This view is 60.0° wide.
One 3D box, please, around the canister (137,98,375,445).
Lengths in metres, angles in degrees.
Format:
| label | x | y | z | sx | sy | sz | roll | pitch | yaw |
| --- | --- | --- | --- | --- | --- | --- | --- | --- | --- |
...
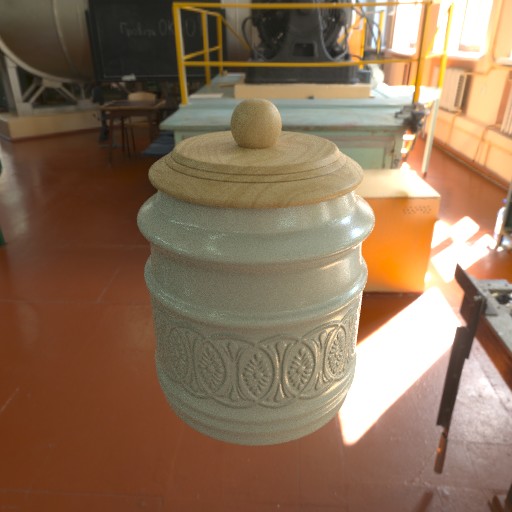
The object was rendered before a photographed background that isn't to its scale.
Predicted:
| label | x | y | z | sx | sy | sz | roll | pitch | yaw |
| --- | --- | --- | --- | --- | --- | --- | --- | --- | --- |
| canister | 0.000 | 0.000 | 0.261 | 0.130 | 0.176 | 0.130 | 0 | 27 | 0 |
